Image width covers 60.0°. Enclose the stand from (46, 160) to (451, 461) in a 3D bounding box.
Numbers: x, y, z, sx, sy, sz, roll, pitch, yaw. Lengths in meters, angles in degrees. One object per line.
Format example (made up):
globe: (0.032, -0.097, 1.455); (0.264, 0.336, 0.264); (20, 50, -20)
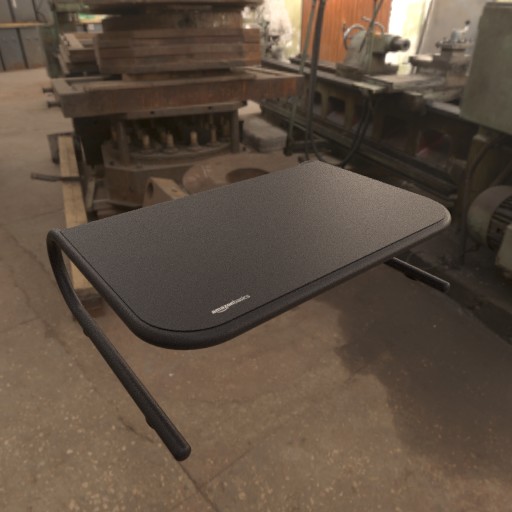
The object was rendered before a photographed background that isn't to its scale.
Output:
stand: (0.000, 0.000, 0.497); (0.370, 0.108, 0.280); (-22, 36, -33)
